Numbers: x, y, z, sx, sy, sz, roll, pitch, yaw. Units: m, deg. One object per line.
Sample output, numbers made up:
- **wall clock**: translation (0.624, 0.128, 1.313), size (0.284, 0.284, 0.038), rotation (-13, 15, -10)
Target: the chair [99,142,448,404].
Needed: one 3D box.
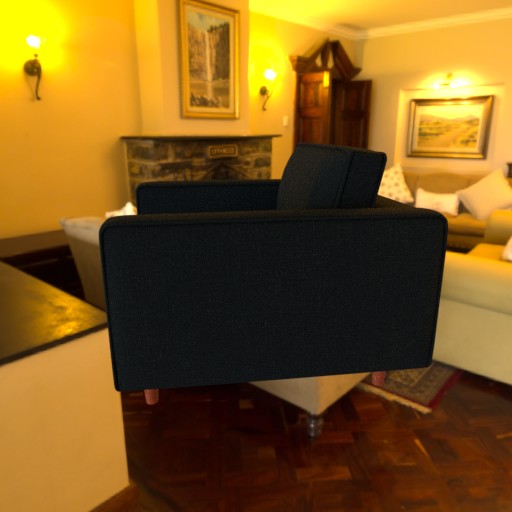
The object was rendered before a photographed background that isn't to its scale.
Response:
- **chair**: translation (0.000, 0.000, 1.572), size (0.920, 0.770, 0.899), rotation (-2, 16, -8)
